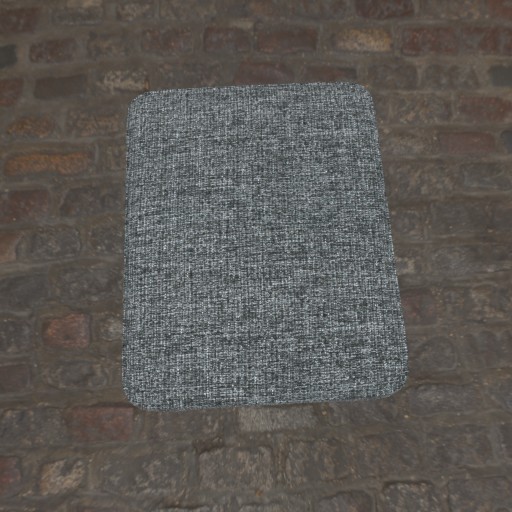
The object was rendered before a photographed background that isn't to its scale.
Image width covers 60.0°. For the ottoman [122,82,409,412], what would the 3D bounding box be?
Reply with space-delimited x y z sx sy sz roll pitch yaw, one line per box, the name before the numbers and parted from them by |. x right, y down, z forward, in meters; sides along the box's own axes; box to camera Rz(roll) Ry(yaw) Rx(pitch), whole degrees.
ottoman | 0.000 0.000 1.145 0.589 0.537 0.738 -3 76 -1
